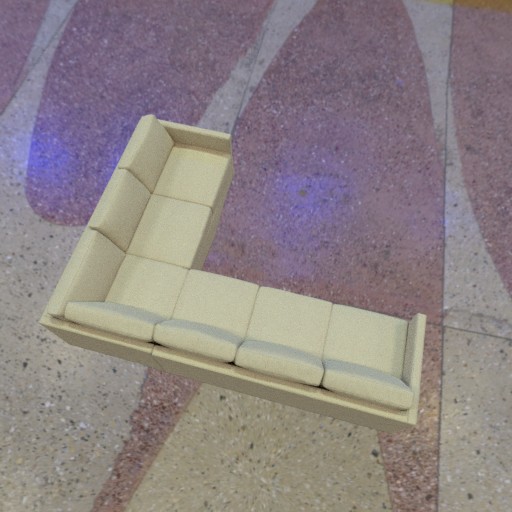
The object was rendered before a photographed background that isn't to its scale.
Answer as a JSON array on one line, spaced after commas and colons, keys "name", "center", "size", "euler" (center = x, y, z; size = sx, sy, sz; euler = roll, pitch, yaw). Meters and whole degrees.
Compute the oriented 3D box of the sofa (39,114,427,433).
[{"name": "sofa", "center": [0.000, 0.000, 4.296], "size": [3.182, 0.871, 2.432], "euler": [13, 64, 7]}]
